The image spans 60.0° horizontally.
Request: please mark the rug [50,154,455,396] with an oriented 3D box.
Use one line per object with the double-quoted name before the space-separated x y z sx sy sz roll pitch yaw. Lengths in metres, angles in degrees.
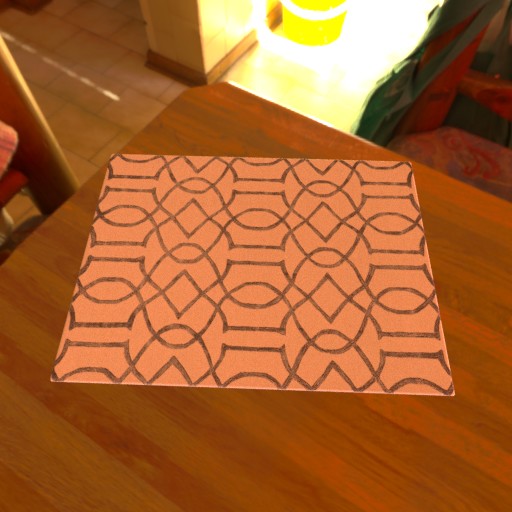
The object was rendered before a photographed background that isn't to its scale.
"rug" 0.000 0.000 3.741 2.910 0.021 2.211 2 59 1
